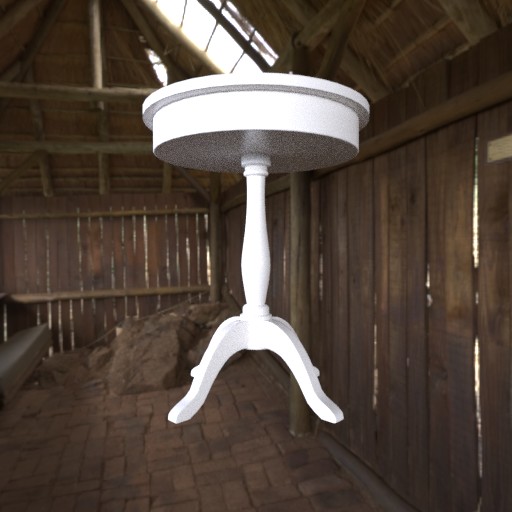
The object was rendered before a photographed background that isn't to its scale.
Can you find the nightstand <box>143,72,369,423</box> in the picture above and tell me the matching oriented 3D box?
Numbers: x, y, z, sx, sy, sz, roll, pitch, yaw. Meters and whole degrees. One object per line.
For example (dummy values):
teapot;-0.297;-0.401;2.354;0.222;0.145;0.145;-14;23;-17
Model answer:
nightstand;0.000;0.000;1.038;0.513;0.653;0.513;-1;1;-36
